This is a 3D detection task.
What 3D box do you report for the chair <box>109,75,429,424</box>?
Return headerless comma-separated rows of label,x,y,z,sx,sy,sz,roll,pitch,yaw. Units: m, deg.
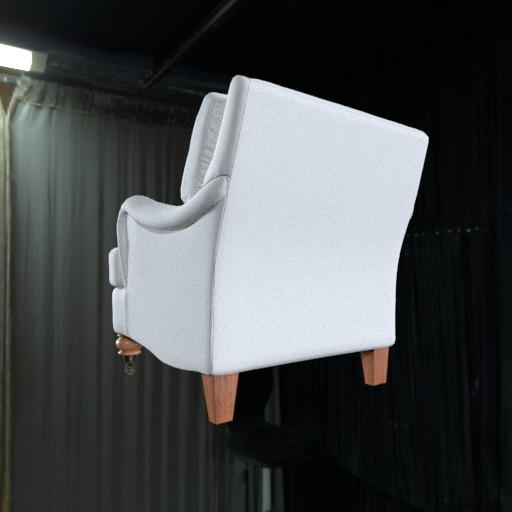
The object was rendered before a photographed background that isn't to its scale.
chair,0.000,0.000,1.846,0.955,1.038,1.070,1,-2,-37
